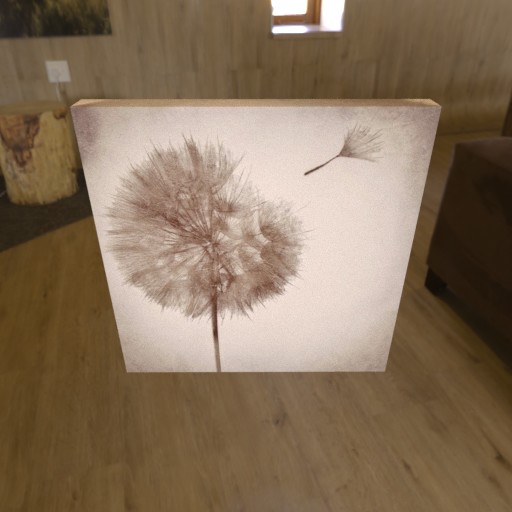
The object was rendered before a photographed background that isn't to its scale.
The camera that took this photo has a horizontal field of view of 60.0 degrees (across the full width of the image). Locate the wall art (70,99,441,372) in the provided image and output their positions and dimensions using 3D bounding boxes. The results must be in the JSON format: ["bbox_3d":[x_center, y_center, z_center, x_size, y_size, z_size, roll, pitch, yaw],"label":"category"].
[{"bbox_3d":[0.000,0.000,0.453,0.303,0.303,0.028,0,32,0],"label":"wall art"}]
